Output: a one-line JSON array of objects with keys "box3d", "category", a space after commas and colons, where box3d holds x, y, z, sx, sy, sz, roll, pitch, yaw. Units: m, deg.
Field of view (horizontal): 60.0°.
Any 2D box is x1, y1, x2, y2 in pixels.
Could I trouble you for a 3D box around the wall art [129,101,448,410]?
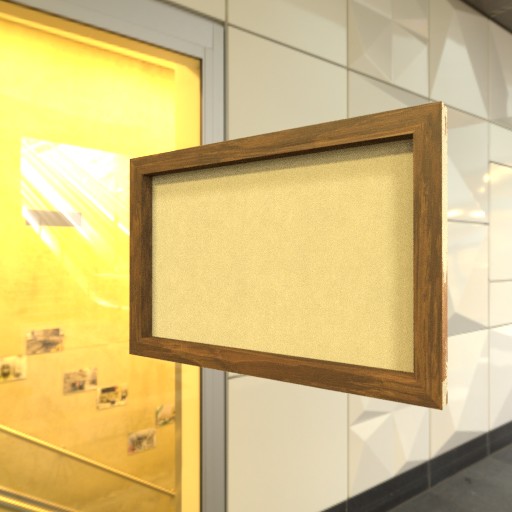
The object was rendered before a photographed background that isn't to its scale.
[{"box3d": [0.000, 0.000, 0.763, 0.609, 0.405, 0.035, 0, 0, 34], "category": "wall art"}]
